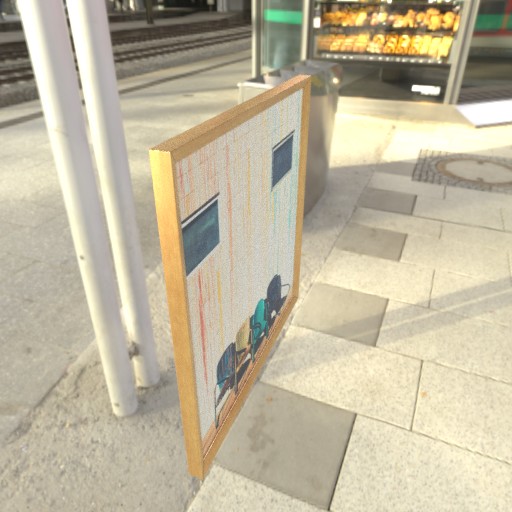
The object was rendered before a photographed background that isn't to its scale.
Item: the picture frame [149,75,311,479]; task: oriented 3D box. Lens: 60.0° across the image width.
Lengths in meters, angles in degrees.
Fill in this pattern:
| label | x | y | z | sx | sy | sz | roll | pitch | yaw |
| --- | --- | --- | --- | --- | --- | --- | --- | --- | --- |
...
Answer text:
| label | x | y | z | sx | sy | sz | roll | pitch | yaw |
| --- | --- | --- | --- | --- | --- | --- | --- | --- | --- |
| picture frame | 0.000 | 0.000 | 1.129 | 0.037 | 0.761 | 0.758 | 11 | 32 | 18 |
